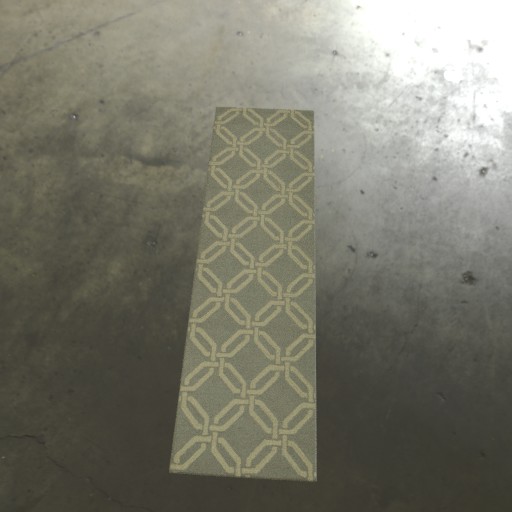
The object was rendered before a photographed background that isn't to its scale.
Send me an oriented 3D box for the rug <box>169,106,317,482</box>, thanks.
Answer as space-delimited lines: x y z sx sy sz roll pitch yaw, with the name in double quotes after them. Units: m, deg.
0.000 0.000 2.539 0.678 0.014 2.276 3 63 1 "rug"
